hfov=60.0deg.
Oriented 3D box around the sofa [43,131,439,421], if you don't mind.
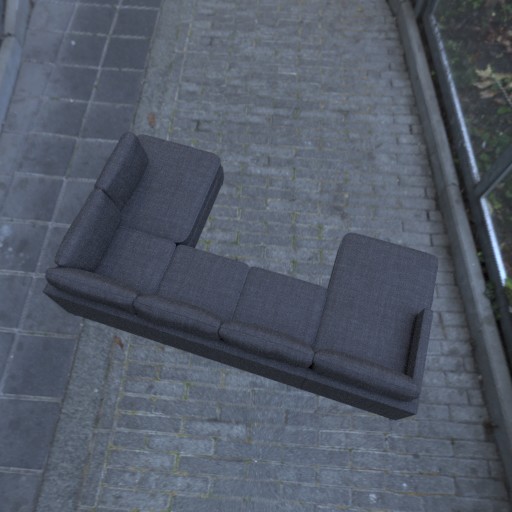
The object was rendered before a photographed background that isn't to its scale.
[{"bbox_3d":[0.000,0.000,4.341,3.423,0.999,2.048,16,66,7],"label":"sofa"}]
